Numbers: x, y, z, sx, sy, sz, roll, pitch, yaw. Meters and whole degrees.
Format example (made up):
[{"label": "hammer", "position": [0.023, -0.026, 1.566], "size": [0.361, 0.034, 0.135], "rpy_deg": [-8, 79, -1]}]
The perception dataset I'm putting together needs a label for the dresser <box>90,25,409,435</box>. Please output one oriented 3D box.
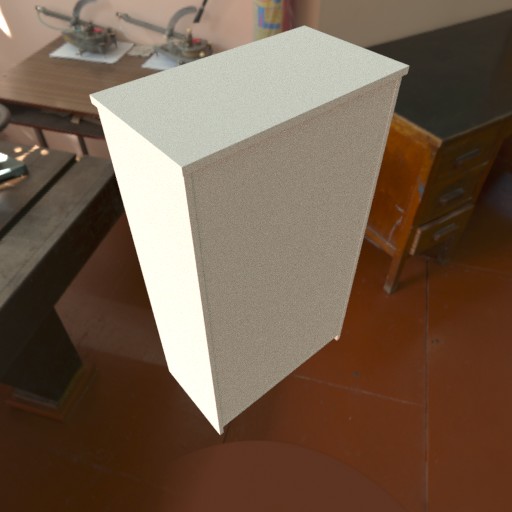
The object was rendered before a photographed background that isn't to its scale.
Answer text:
[{"label": "dresser", "position": [0.000, 0.000, 1.542], "size": [0.704, 1.255, 0.399], "rpy_deg": [-31, 53, -27]}]
